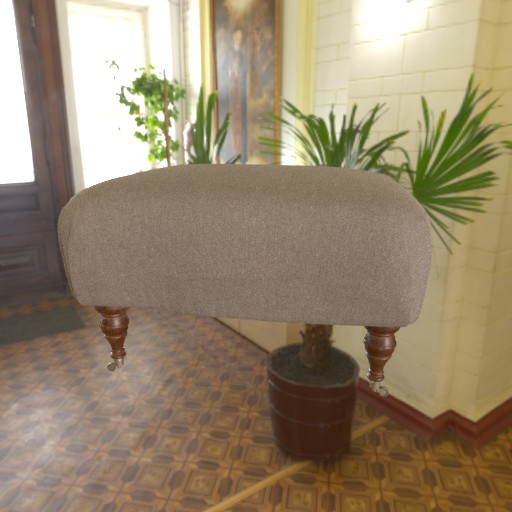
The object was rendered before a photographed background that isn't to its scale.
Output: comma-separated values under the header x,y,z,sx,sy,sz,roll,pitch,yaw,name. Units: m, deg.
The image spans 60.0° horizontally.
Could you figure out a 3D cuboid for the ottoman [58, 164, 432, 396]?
x,y,z,sx,sy,sz,roll,pitch,yaw,name
0.000,0.000,1.123,0.747,0.450,0.622,3,16,9,ottoman
